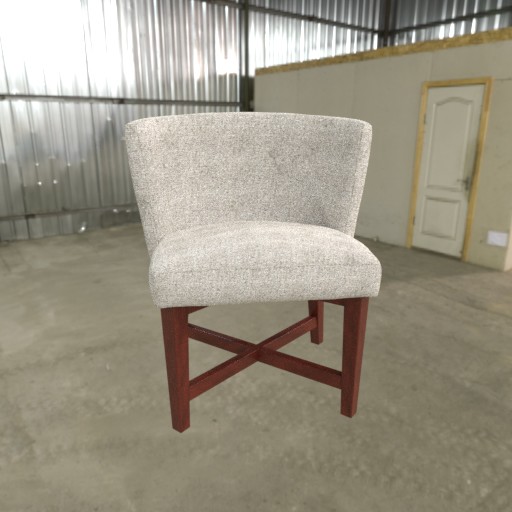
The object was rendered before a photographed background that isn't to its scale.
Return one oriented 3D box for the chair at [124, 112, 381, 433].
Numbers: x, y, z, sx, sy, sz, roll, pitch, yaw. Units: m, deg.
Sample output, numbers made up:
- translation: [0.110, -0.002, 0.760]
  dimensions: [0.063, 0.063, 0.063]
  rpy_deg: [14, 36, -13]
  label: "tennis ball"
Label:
- translation: [0.000, 0.000, 1.328]
  dimensions: [0.728, 0.827, 0.575]
  rpy_deg: [-2, 17, -7]
  label: "chair"
